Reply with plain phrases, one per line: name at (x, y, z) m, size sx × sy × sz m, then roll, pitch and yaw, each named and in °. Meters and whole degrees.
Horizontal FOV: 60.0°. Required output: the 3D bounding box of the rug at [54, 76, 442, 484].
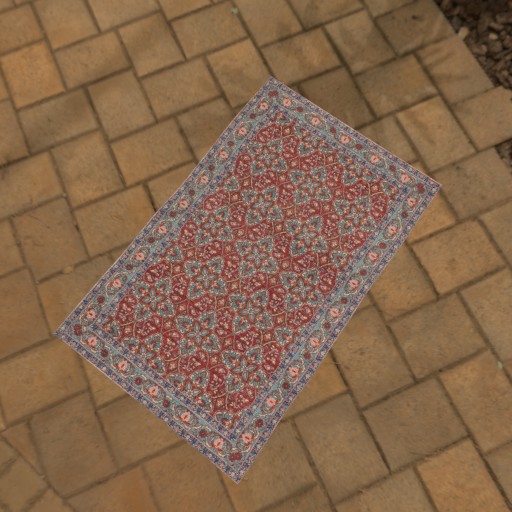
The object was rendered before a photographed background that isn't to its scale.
rug at (0.000, 0.000, 3.056) m, size 1.533 × 0.011 × 2.439 m, roll 36°, pitch 78°, yaw 9°
